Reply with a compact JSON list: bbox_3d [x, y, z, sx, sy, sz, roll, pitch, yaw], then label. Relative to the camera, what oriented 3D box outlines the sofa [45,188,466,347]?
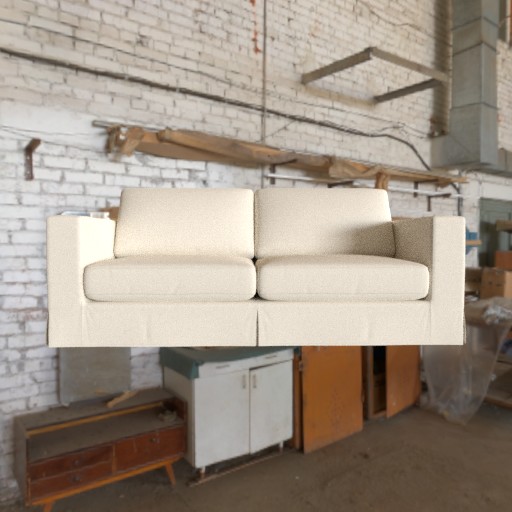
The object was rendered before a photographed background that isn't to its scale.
[{"bbox_3d":[0.000,0.000,2.708,2.163,0.881,0.954,0,2,-1],"label":"sofa"}]
